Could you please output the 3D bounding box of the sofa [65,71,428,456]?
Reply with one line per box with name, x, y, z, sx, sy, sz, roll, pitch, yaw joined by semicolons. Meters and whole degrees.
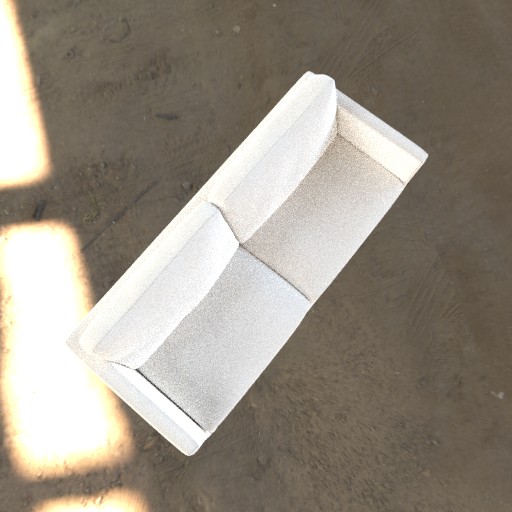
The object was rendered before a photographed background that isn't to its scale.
sofa;0.000;0.000;2.695;0.924;0.933;2.139;39;79;9
